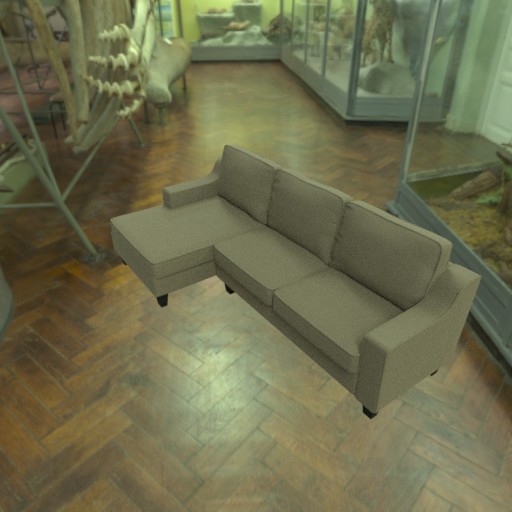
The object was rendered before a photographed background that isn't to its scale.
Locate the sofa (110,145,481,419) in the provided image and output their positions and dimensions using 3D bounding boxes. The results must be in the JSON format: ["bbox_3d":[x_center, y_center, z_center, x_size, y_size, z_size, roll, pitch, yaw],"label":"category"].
[{"bbox_3d":[0.000,0.000,3.188,1.294,0.928,2.561,-20,37,-30],"label":"sofa"}]
